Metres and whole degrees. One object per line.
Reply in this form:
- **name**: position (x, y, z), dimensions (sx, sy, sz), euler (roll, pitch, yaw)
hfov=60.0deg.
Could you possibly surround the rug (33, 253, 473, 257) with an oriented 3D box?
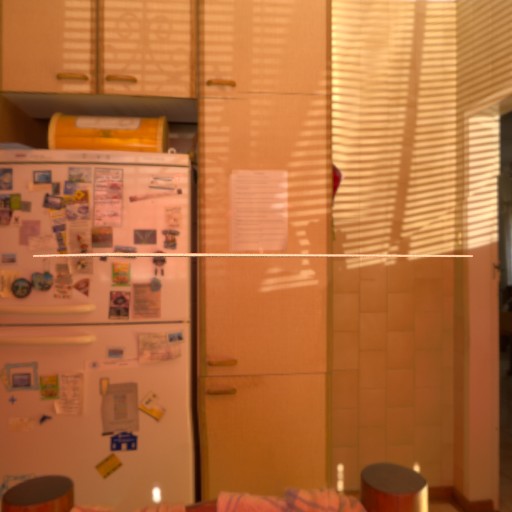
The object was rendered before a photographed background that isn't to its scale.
- **rug**: position (0.000, 0.000, 2.214), dimensions (1.828, 0.007, 1.220), euler (0, 0, -35)
